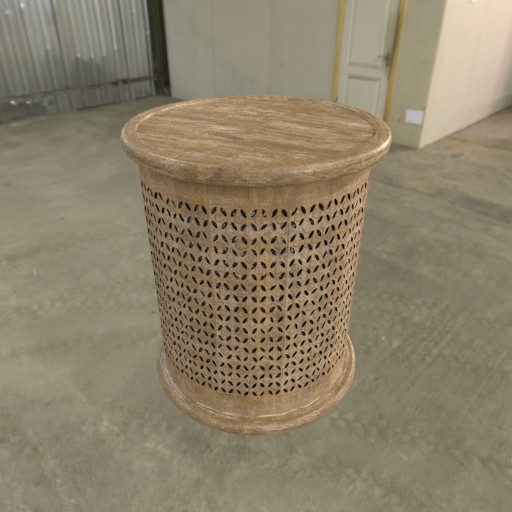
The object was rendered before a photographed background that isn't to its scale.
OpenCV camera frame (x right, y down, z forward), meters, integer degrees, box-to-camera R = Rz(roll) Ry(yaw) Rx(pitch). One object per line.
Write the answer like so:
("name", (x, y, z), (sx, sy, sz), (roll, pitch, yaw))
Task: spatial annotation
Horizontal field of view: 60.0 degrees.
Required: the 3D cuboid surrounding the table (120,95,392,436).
("table", (0.000, 0.000, 0.806), (0.407, 0.482, 0.407), (0, 31, 0))
